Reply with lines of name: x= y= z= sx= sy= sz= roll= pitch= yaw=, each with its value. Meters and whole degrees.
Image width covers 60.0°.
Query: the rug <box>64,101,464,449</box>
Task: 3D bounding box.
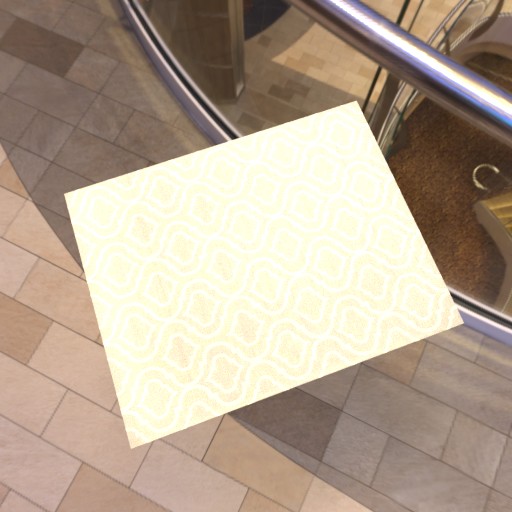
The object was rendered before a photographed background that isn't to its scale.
rug: x=0.000 y=0.000 z=3.881 sx=2.892 sy=0.006 sz=2.283 roll=-19 pitch=75 yaw=-5
